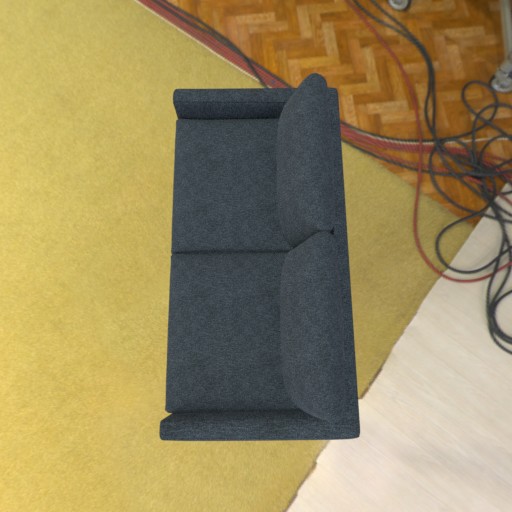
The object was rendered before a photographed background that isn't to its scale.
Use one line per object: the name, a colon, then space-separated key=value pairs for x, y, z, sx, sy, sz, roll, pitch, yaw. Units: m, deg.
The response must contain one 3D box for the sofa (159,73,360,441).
sofa: x=0.000 y=0.000 z=2.248 sx=0.866 sy=0.862 sz=1.716 roll=-1 pitch=76 yaw=0
